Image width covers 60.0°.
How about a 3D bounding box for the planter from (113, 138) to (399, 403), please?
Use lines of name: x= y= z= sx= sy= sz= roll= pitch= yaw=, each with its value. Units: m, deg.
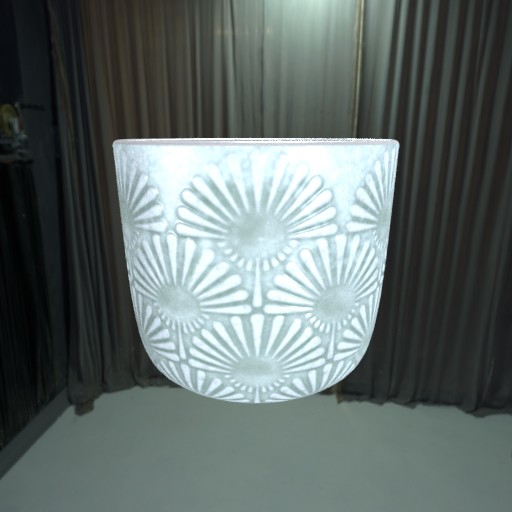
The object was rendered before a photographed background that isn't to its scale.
planter: x=0.000 y=0.000 z=0.215 sx=0.124 sy=0.109 sz=0.124 roll=0 pitch=15 yaw=0
